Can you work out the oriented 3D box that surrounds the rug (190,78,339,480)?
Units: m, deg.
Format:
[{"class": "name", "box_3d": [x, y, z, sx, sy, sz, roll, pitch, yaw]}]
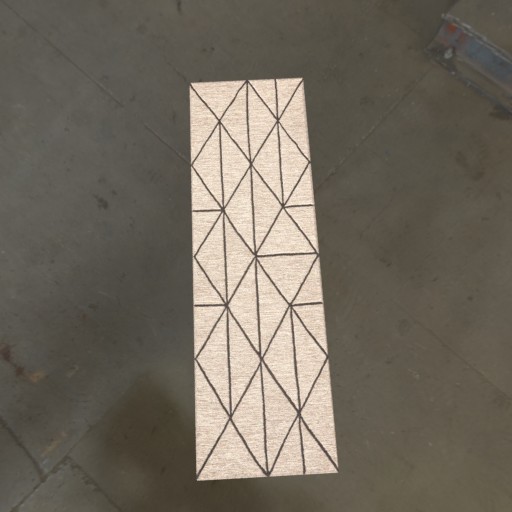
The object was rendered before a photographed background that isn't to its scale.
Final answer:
[{"class": "rug", "box_3d": [0.000, 0.000, 2.674, 0.762, 0.012, 2.438, -3, 76, -1]}]
